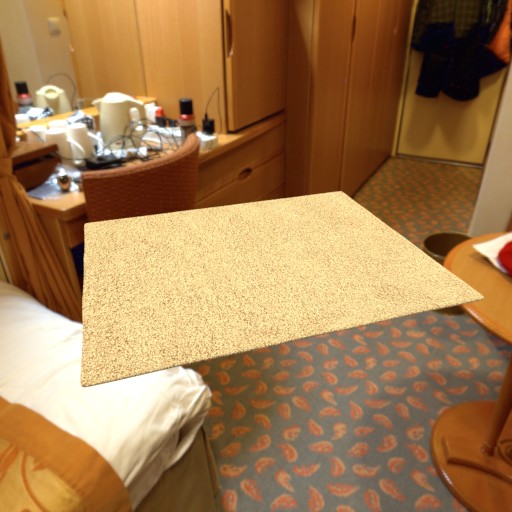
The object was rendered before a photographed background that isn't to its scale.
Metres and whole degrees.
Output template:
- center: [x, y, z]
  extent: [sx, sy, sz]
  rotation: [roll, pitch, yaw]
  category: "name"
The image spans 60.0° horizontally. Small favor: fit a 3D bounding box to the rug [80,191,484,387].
- center: [0.000, 0.000, 4.122]
  extent: [3.047, 0.029, 2.438]
  rotation: [-9, 31, -16]
  category: "rug"
